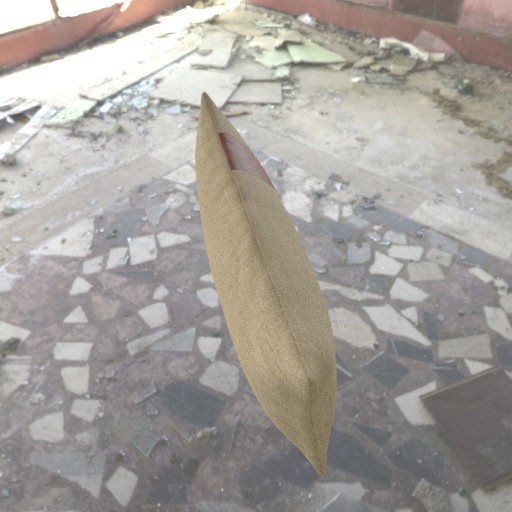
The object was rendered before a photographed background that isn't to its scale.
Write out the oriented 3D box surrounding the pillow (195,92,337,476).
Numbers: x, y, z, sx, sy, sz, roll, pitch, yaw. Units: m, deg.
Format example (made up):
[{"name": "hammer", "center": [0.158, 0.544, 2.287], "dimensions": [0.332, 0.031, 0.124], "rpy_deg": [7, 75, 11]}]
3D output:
[{"name": "pillow", "center": [0.000, 0.000, 0.718], "dimensions": [0.155, 0.282, 0.612], "rpy_deg": [-10, 46, -10]}]
